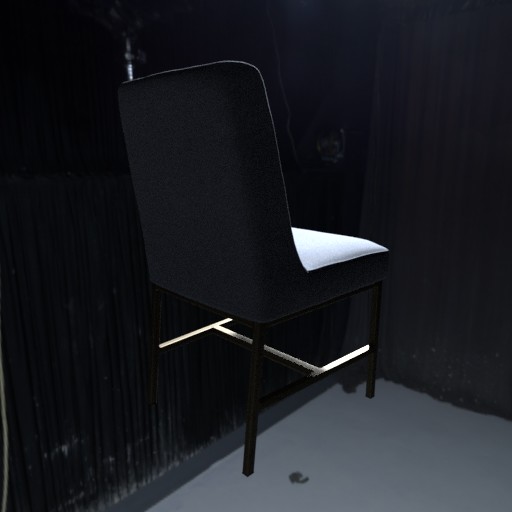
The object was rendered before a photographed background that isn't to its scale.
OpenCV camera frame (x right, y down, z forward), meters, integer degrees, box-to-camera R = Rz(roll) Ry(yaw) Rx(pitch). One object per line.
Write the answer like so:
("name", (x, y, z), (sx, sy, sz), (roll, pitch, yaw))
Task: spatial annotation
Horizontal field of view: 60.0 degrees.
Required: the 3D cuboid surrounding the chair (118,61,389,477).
("chair", (0.000, 0.000, 1.225), (0.587, 0.889, 0.508), (-13, 19, -43))
